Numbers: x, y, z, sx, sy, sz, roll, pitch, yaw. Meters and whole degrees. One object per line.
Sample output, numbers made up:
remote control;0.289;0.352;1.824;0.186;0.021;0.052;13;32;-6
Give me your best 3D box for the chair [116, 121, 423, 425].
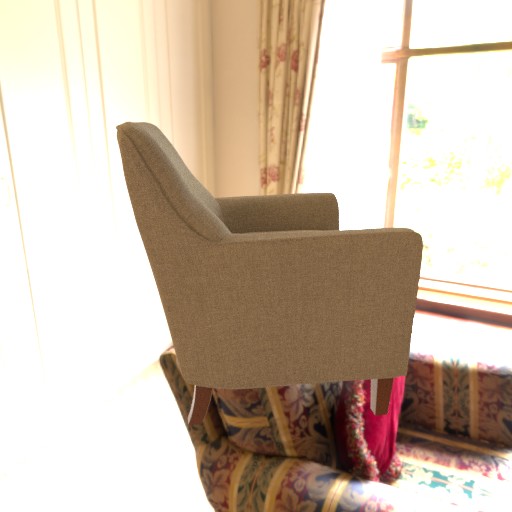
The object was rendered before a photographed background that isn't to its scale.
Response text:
chair;0.000;0.000;1.809;0.993;1.047;0.887;-3;17;-9
